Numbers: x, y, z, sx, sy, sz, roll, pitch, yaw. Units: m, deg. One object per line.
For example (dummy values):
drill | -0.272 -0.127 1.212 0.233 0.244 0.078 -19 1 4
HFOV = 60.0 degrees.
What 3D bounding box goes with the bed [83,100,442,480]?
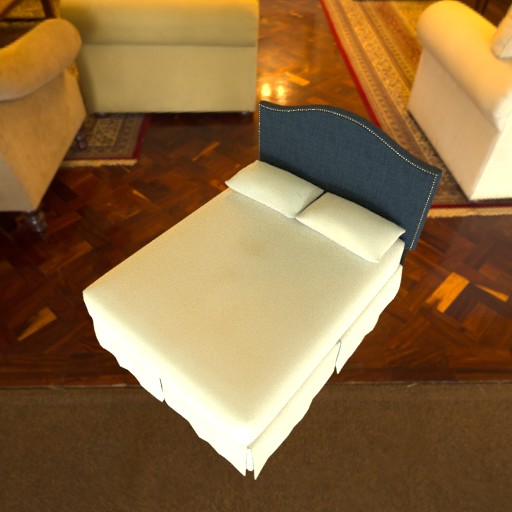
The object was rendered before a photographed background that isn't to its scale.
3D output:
bed | 0.000 0.000 3.318 1.713 1.518 2.153 31 53 26
